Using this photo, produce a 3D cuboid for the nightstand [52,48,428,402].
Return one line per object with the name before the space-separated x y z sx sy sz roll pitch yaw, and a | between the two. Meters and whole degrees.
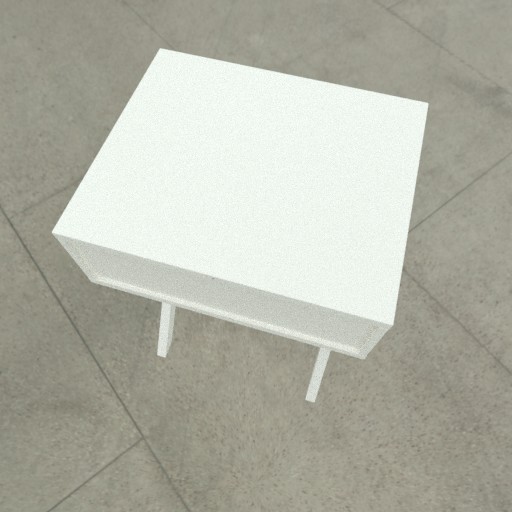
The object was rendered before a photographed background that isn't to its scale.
nightstand | 0.000 0.000 0.954 0.479 0.623 0.402 15 64 8
